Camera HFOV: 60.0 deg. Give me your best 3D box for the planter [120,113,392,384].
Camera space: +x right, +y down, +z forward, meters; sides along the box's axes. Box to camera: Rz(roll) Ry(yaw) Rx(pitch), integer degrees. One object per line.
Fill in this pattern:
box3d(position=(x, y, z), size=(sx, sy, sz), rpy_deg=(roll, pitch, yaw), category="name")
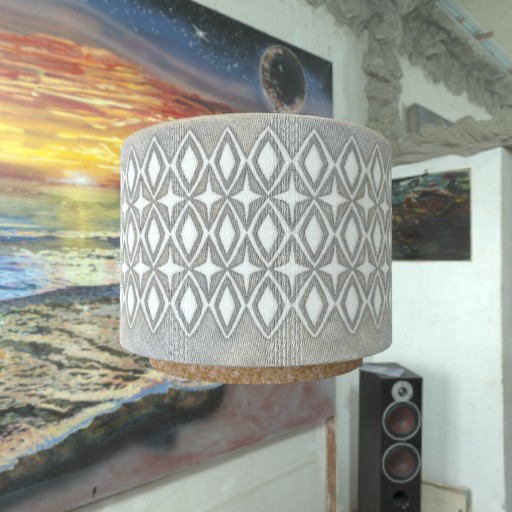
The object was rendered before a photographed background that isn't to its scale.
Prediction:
box3d(position=(0.000, 0.000, 0.280), size=(0.164, 0.127, 0.164), rpy_deg=(0, -1, 0), category="planter")
